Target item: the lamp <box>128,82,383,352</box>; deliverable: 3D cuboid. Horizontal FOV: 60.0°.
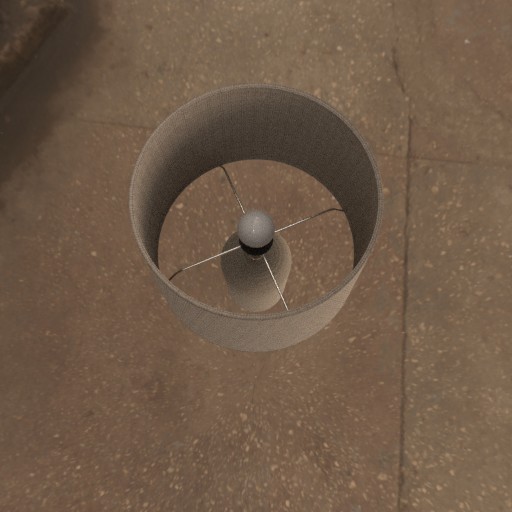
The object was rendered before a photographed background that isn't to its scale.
[{"bbox_3d":[0.000,0.000,0.849,0.367,0.609,0.367,0,75,0],"label":"lamp"}]
